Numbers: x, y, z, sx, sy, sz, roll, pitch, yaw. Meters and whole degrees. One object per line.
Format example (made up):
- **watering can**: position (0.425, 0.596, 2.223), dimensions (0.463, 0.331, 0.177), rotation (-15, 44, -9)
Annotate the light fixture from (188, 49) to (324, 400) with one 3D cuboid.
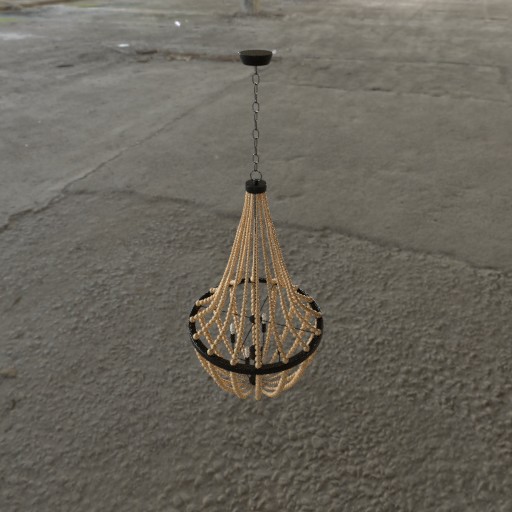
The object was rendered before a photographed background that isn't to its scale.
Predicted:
- **light fixture**: position (0.000, 0.000, 1.340), dimensions (0.450, 1.133, 0.450), rotation (0, 34, 0)
